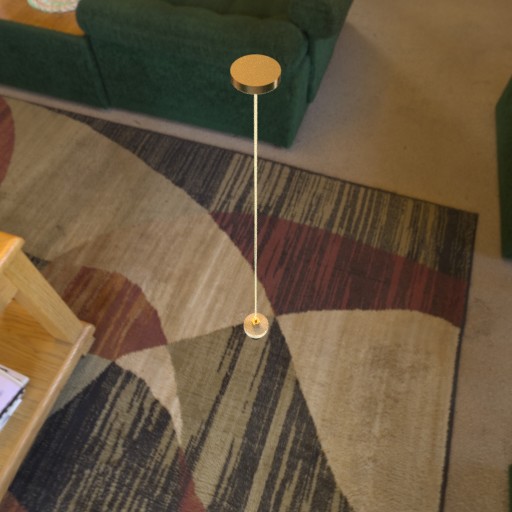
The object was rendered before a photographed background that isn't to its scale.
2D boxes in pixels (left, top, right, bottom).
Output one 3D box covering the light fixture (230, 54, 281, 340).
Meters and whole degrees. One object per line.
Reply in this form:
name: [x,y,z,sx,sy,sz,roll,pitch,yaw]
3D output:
light fixture: [0.000,0.000,1.760,0.129,1.669,0.129,1,58,0]
